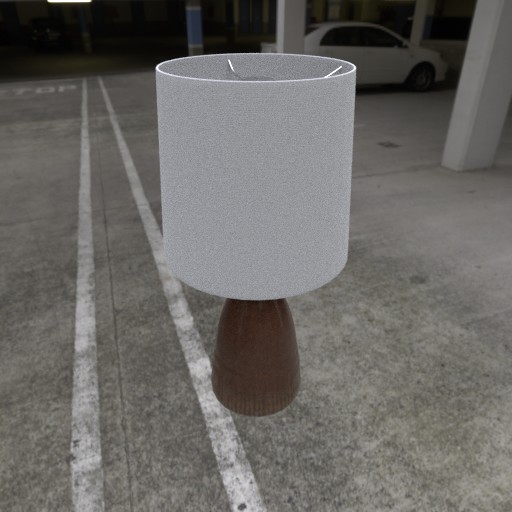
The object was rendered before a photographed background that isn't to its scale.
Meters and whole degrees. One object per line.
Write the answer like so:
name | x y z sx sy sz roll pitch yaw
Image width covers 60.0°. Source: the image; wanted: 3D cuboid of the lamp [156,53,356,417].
lamp | 0.000 0.000 0.463 0.186 0.369 0.186 0 31 0
